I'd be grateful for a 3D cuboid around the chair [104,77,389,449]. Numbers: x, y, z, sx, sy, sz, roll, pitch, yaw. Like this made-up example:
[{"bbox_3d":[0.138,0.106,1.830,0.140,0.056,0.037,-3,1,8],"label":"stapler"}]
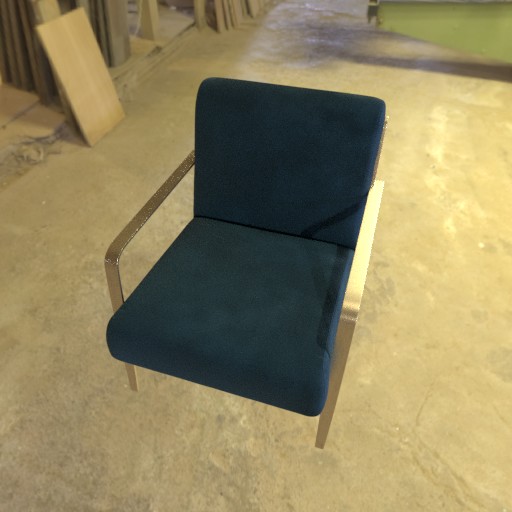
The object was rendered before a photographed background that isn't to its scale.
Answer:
[{"bbox_3d":[0.000,0.000,1.435,0.692,0.831,0.859,12,44,13],"label":"chair"}]
